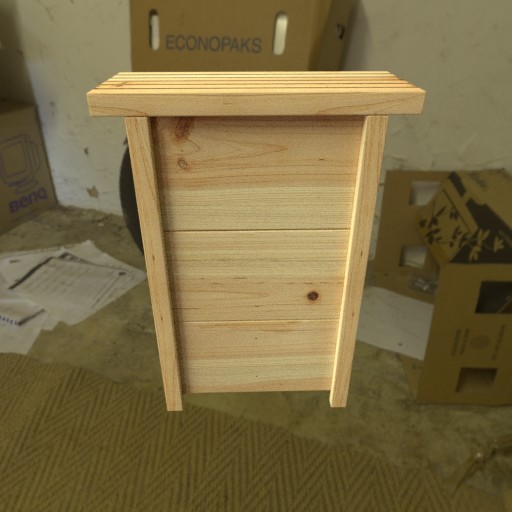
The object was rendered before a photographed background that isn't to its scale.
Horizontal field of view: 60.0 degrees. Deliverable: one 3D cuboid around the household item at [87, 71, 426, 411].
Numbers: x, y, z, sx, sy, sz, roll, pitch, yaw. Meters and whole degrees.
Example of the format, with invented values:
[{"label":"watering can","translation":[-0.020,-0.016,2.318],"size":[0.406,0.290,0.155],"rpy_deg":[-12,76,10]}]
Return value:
[{"label":"household item","translation":[0.000,0.000,0.547],"size":[0.301,0.407,0.123],"rpy_deg":[-1,30,-1]}]
